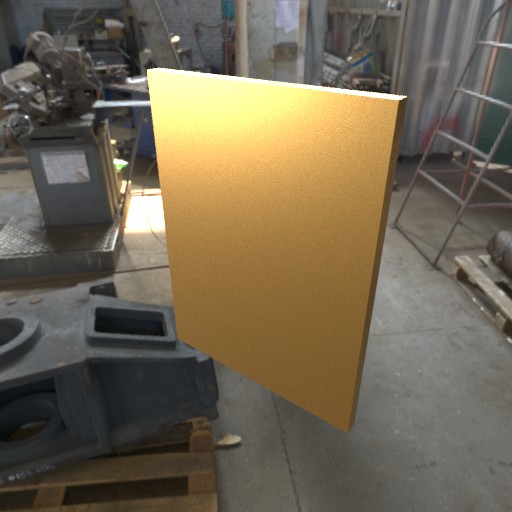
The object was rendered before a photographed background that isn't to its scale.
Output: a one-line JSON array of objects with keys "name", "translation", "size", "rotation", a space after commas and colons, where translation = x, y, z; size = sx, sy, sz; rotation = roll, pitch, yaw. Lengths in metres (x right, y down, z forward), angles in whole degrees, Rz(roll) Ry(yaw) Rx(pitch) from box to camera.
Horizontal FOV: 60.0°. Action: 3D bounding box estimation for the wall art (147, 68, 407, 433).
[{"name": "wall art", "translation": [0.000, 0.000, 1.093], "size": [0.610, 0.812, 0.038], "rotation": [20, 36, 31]}]
